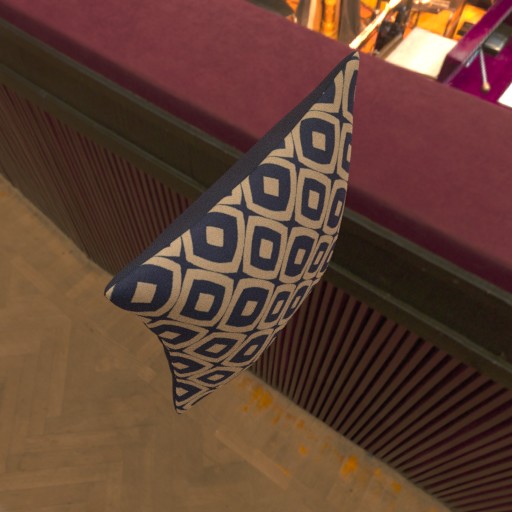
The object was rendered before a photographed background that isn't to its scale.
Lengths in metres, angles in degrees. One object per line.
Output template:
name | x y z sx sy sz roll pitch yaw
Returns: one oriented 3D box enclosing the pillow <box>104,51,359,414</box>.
pillow | 0.000 0.000 0.753 0.188 0.494 0.504 32 63 19
